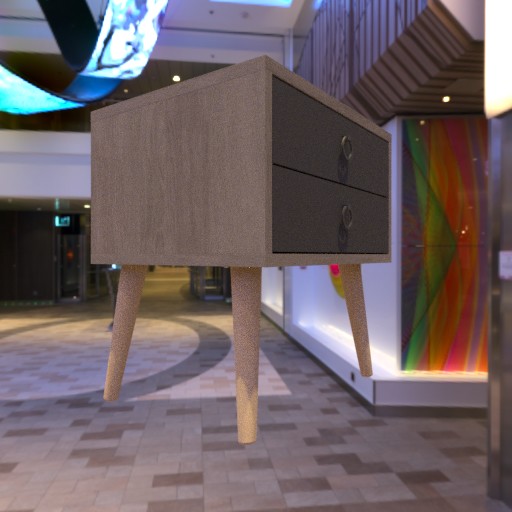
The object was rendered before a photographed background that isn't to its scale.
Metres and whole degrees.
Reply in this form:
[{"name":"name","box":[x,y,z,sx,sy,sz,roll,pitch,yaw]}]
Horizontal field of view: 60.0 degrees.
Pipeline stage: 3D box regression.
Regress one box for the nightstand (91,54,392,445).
[{"name":"nightstand","box":[0.000,0.000,0.837,0.380,0.500,0.450,0,0,36]}]
